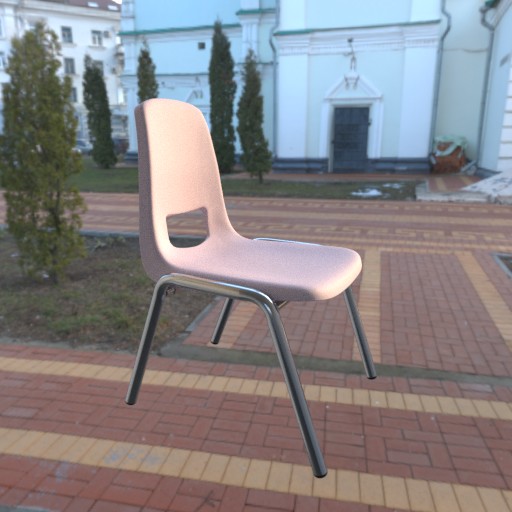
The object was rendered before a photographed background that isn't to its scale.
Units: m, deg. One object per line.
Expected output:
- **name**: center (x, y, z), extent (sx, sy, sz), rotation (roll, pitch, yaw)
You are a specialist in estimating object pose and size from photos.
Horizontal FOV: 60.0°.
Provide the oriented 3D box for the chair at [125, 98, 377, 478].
- **chair**: center (0.000, 0.000, 0.852), extent (0.423, 0.586, 0.354), rotation (7, 16, 27)
